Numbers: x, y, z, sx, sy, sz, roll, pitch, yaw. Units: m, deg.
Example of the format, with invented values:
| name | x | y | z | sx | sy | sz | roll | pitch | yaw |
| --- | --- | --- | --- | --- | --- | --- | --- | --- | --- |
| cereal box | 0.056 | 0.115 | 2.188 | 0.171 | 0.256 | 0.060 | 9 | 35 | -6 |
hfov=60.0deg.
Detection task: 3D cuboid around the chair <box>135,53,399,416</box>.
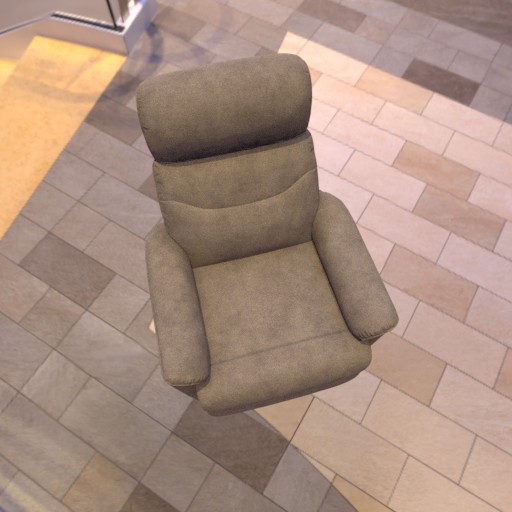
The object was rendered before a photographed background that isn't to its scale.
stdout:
| name | x | y | z | sx | sy | sz | roll | pitch | yaw |
| --- | --- | --- | --- | --- | --- | --- | --- | --- | --- |
| chair | 0.000 | 0.000 | 1.703 | 0.830 | 1.036 | 1.009 | -13 | 64 | -6 |
